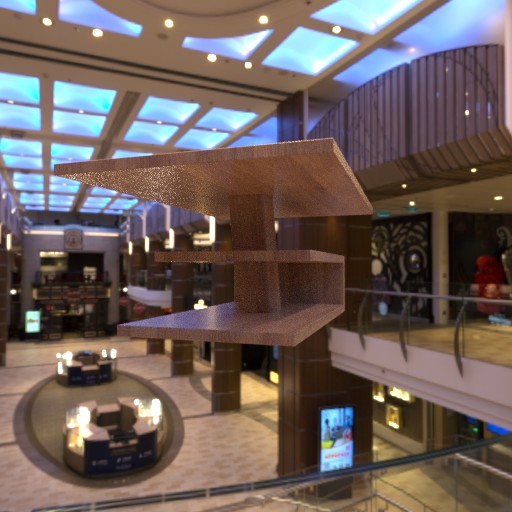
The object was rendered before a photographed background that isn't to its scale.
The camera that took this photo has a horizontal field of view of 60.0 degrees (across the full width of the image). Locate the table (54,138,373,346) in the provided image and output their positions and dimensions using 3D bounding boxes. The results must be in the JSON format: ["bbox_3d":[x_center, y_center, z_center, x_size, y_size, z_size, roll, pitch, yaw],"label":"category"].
[{"bbox_3d":[0.000,0.000,1.515,0.700,0.442,1.100,0,-2,19],"label":"table"}]
